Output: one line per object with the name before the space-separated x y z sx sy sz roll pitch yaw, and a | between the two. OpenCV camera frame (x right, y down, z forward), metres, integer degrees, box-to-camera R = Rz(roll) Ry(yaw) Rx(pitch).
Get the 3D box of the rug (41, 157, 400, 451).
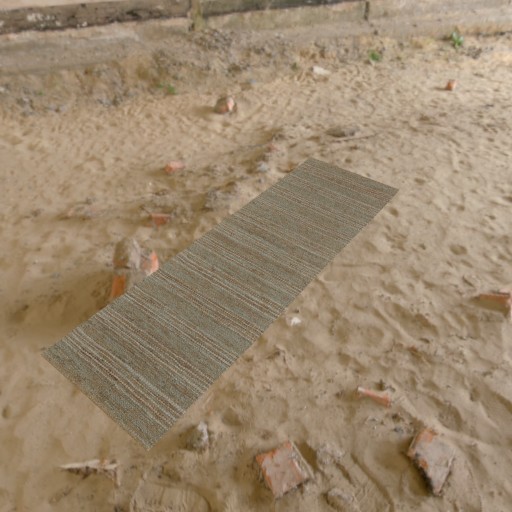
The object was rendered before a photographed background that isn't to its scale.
rug | 0.000 0.000 2.709 0.783 0.006 2.438 28 49 27
